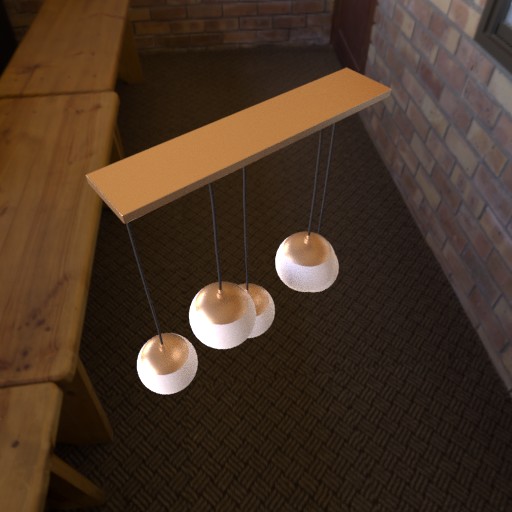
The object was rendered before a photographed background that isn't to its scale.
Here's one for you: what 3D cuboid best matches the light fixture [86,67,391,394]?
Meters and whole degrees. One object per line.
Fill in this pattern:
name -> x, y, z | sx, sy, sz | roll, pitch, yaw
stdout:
light fixture -> 0.000, 0.000, 1.331 | 0.863, 0.869, 0.299 | -31, 55, -25
